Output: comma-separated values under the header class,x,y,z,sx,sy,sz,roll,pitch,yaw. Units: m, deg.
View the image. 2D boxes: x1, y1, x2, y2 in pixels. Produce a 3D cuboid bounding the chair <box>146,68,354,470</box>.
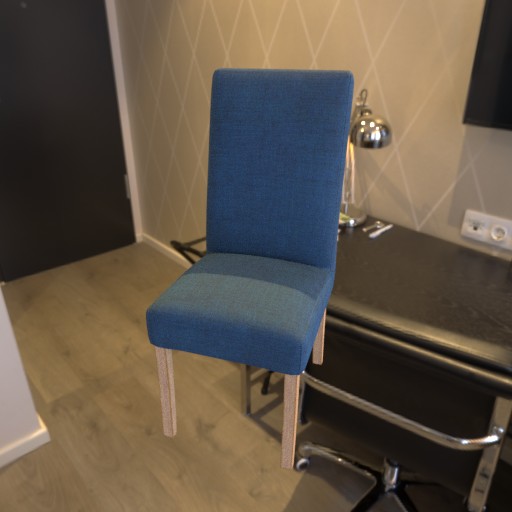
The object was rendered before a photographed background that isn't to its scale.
class,x,y,z,sx,sy,sz,roll,pitch,yaw
chair,0.000,0.000,1.358,0.450,1.029,0.610,8,27,16
